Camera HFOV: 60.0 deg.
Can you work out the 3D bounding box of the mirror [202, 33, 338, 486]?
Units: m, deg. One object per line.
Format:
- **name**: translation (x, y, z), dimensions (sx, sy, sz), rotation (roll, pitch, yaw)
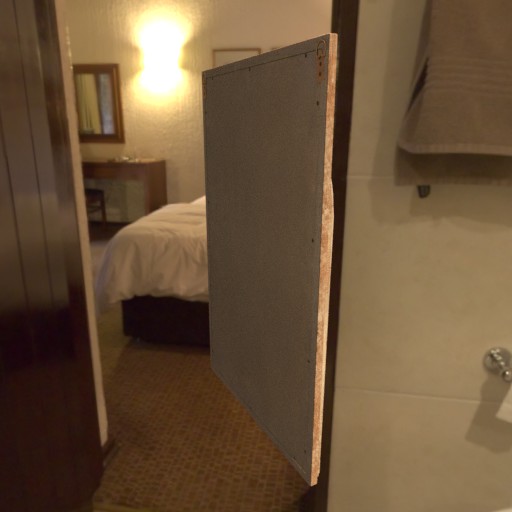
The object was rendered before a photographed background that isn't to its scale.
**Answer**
- **mirror**: translation (0.000, 0.000, 0.952), dimensions (0.058, 0.787, 0.495), rotation (-8, 18, -27)
